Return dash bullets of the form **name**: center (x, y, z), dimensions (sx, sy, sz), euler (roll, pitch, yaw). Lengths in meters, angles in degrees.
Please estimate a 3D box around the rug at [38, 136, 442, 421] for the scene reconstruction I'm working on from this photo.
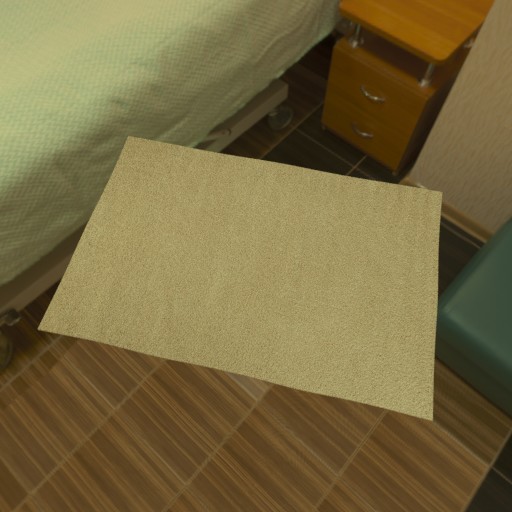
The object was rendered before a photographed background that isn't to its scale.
- **rug**: center (0.000, 0.000, 3.346), dimensions (2.699, 0.025, 1.800), euler (11, 63, 6)
